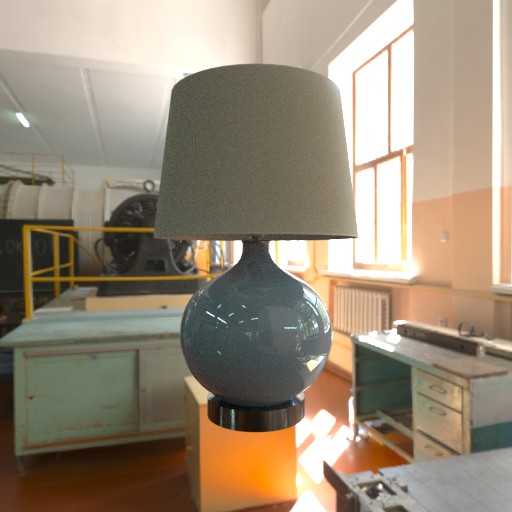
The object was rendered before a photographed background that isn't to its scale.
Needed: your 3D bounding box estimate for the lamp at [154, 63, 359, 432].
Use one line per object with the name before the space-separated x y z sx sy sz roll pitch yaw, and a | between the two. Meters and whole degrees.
lamp | 0.000 0.000 0.546 0.247 0.387 0.247 0 0 0
